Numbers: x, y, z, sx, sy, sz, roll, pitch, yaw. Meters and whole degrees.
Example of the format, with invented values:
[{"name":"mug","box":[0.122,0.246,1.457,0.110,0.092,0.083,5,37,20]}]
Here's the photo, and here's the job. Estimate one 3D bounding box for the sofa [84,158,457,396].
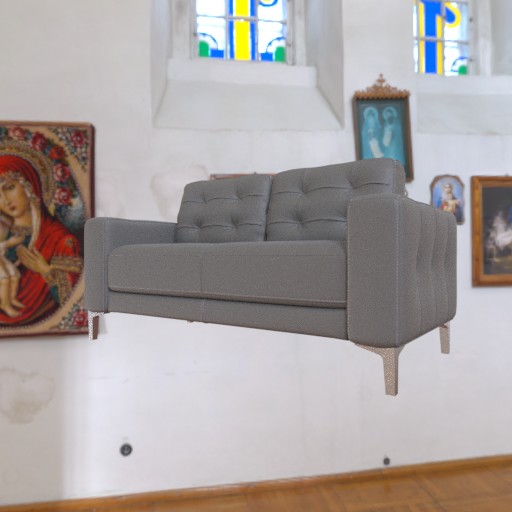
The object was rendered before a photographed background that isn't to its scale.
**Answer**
[{"name":"sofa","box":[0.000,0.000,2.205,1.726,0.892,0.833,0,0,36]}]
